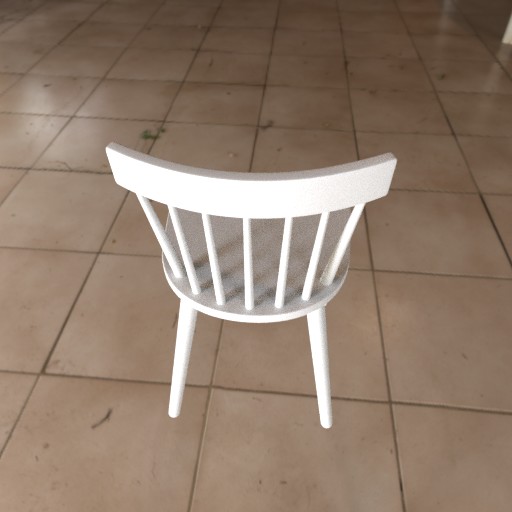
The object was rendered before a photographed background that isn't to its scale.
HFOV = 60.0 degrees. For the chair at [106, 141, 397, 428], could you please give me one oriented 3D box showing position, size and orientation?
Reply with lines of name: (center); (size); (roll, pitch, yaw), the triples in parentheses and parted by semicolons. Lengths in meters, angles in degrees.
chair: (0.000, 0.000, 1.102); (0.483, 0.787, 0.500); (3, 45, 3)
